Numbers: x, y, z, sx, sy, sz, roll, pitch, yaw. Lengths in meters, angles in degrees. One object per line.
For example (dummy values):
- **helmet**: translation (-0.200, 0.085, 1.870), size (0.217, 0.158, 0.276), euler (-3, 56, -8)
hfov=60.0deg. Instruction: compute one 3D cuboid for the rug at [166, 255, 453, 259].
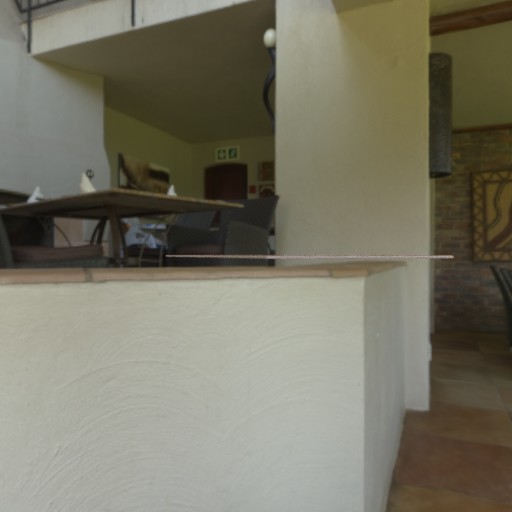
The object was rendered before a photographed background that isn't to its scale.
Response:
- **rug**: translation (0.000, 0.000, 2.699), size (0.767, 0.012, 2.430), euler (0, 0, -19)
